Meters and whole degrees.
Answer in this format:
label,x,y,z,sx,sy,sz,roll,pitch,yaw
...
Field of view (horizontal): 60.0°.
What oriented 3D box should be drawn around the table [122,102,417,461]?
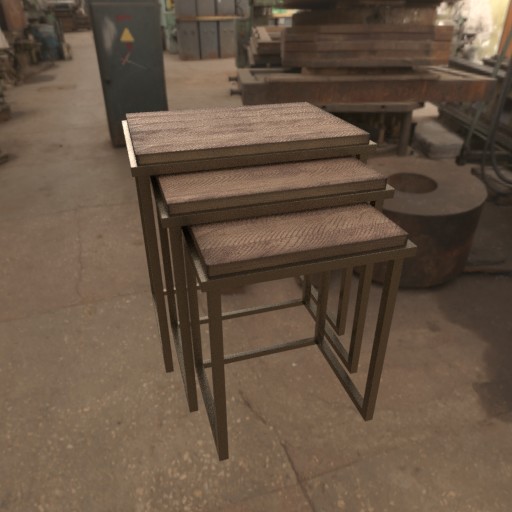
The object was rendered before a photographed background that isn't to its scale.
label,x,y,z,sx,sy,sz,roll,pitch,yaw
table,0.000,0.000,1.147,0.559,0.610,0.706,-9,31,-15
